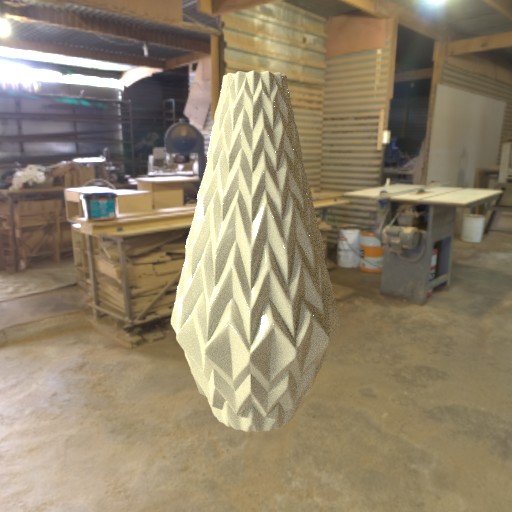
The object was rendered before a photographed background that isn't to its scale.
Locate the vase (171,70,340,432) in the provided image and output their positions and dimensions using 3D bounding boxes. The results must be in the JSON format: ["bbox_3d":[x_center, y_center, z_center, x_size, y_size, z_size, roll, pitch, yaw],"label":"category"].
[{"bbox_3d":[0.000,0.000,0.431,0.167,0.328,0.167,0,14,0],"label":"vase"}]
